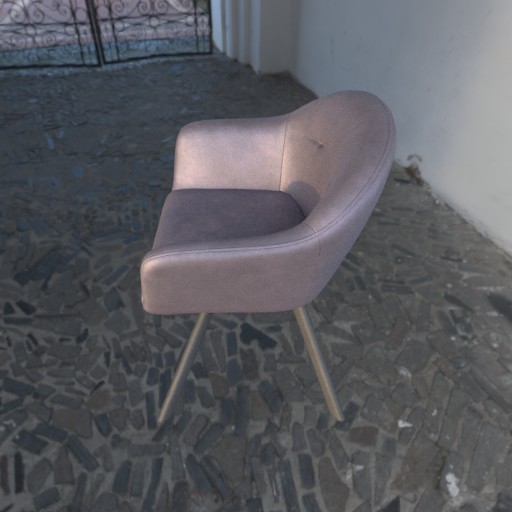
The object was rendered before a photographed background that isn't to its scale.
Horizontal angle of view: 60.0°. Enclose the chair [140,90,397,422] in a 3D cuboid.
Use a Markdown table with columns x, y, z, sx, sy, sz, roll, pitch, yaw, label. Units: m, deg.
| x | y | z | sx | sy | sz | roll | pitch | yaw | label |
| --- | --- | --- | --- | --- | --- | --- | --- | --- | --- |
| 0.000 | 0.000 | 1.136 | 0.544 | 0.781 | 0.567 | 0 | 41 | 0 | chair |
